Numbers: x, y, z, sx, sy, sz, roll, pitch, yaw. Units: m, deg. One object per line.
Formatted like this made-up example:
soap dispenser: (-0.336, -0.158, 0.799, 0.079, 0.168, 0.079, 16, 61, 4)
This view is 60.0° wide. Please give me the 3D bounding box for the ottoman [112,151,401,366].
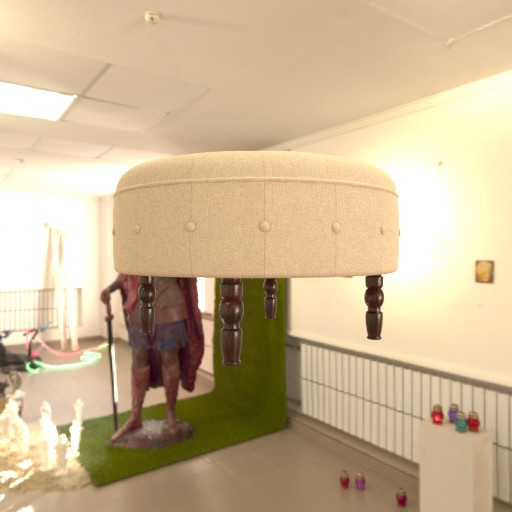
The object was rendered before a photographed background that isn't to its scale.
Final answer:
ottoman: (0.000, 0.000, 1.381, 0.848, 0.494, 0.848, 0, 0, 0)
